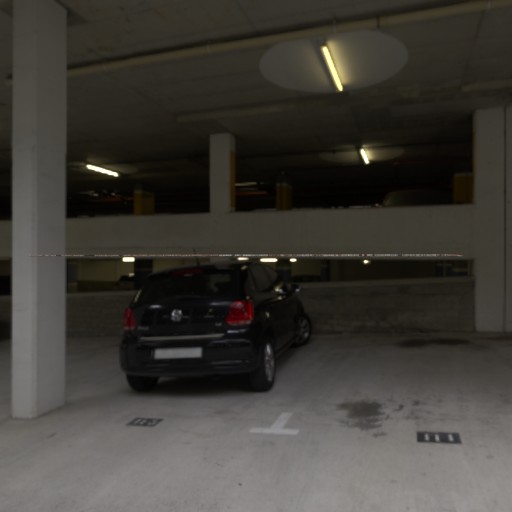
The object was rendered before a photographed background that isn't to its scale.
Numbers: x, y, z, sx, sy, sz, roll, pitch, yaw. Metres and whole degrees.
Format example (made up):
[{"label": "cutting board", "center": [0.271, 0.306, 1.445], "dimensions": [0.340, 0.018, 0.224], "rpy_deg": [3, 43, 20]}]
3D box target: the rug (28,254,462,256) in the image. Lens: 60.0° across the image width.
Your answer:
[{"label": "rug", "center": [0.000, 0.000, 2.392], "dimensions": [1.918, 0.007, 1.268], "rpy_deg": [0, 0, 18]}]
